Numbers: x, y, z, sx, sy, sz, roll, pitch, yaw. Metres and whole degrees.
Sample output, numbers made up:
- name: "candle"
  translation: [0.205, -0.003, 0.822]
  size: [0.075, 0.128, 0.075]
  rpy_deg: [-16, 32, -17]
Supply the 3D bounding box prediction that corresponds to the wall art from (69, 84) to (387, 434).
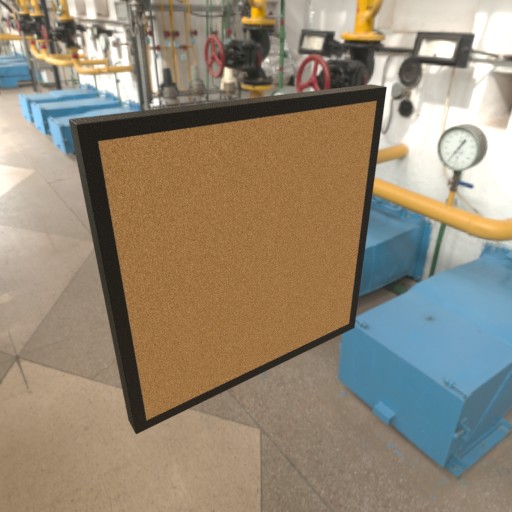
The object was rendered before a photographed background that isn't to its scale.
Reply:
- name: "wall art"
  translation: [0.000, 0.000, 0.754]
  size: [0.508, 0.508, 0.036]
  rpy_deg: [-18, 34, -29]
